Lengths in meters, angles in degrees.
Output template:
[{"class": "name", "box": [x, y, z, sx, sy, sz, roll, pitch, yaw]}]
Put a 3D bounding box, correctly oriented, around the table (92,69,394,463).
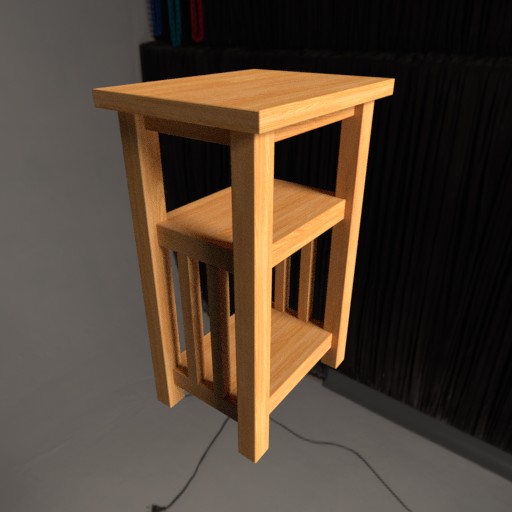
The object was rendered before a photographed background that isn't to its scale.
[{"class": "table", "box": [0.000, 0.000, 0.753, 0.270, 0.550, 0.350, 19, 33, 32]}]
